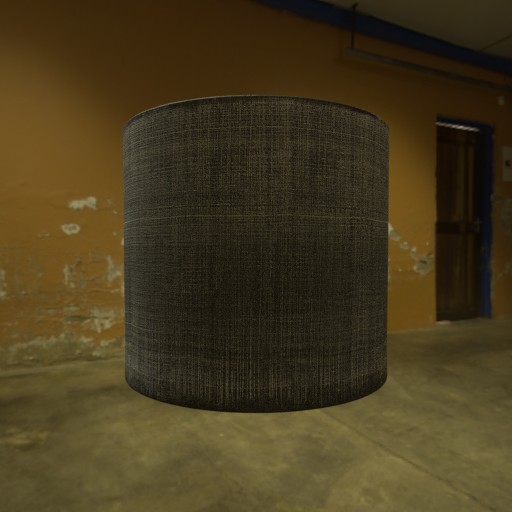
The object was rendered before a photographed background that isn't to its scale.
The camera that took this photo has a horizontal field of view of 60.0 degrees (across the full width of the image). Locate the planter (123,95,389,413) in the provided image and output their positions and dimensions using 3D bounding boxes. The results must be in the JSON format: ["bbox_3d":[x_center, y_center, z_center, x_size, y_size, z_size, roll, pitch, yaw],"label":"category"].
[{"bbox_3d":[0.000,0.000,0.385,0.221,0.201,0.221,0,0,0],"label":"planter"}]
